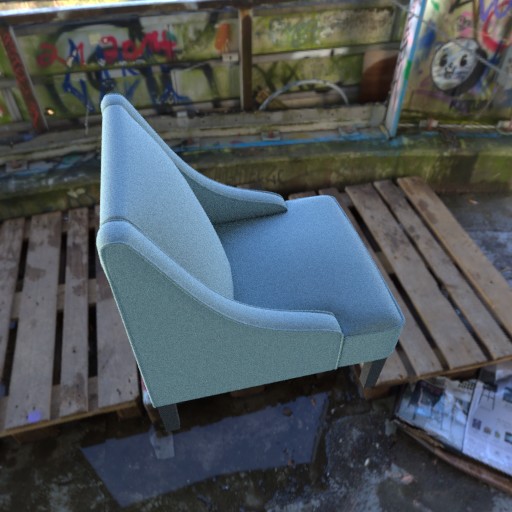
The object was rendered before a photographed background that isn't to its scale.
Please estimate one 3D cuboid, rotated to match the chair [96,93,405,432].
[{"bbox_3d":[0.000,0.000,1.858,1.025,1.133,0.857,-9,46,-9],"label":"chair"}]
